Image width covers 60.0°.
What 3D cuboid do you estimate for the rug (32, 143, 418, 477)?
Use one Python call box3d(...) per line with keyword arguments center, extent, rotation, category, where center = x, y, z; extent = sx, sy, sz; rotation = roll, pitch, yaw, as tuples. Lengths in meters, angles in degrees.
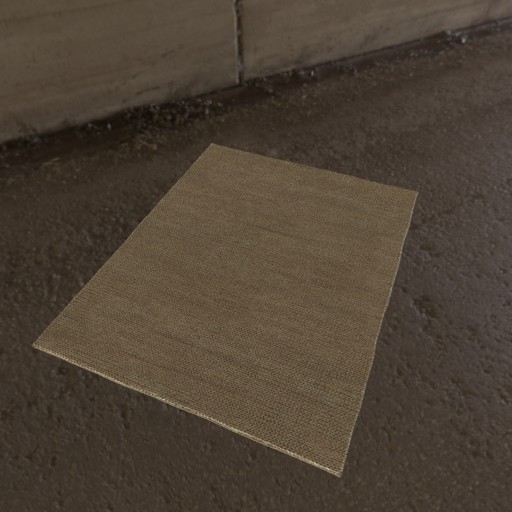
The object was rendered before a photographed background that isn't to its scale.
box3d(center=(0.000, 0.000, 4.006), extent=(2.429, 0.030, 3.052), rotation=(17, 48, 16), category="rug")
